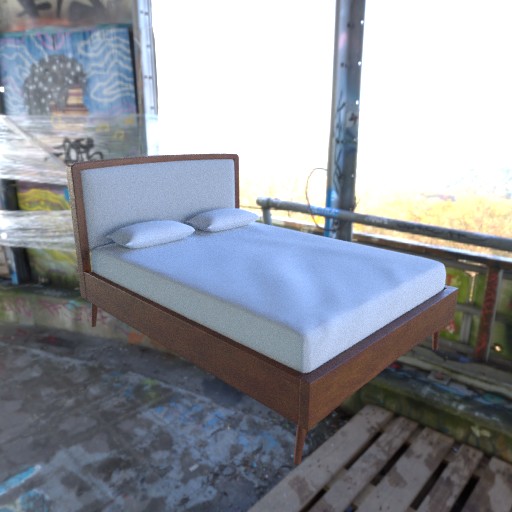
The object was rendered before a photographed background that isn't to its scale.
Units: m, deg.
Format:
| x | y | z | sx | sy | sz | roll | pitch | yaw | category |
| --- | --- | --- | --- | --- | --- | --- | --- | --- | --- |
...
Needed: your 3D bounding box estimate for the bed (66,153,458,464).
| x | y | z | sx | sy | sz | roll | pitch | yaw | category |
| --- | --- | --- | --- | --- | --- | --- | --- | --- | --- |
| 0.000 | 0.000 | 3.085 | 2.196 | 1.275 | 1.587 | 16 | 23 | 42 | bed |
